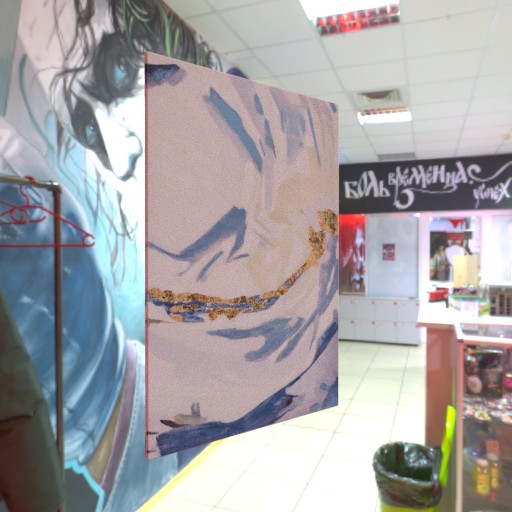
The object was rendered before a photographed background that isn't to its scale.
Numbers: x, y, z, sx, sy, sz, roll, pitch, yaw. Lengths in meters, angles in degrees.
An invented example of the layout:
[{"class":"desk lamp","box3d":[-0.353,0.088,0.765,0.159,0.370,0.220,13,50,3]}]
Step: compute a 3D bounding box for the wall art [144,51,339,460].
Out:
[{"class":"wall art","box3d":[0.000,0.000,1.170,0.610,0.914,0.016,0,1,-36]}]
